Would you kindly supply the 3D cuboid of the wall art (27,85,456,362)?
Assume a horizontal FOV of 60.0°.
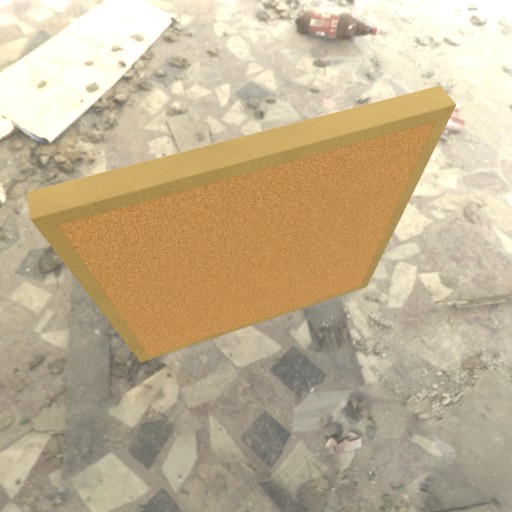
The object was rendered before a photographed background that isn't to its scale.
[{"bbox_3d":[0.000,0.000,0.728,0.508,0.508,0.038,-17,61,-10],"label":"wall art"}]
